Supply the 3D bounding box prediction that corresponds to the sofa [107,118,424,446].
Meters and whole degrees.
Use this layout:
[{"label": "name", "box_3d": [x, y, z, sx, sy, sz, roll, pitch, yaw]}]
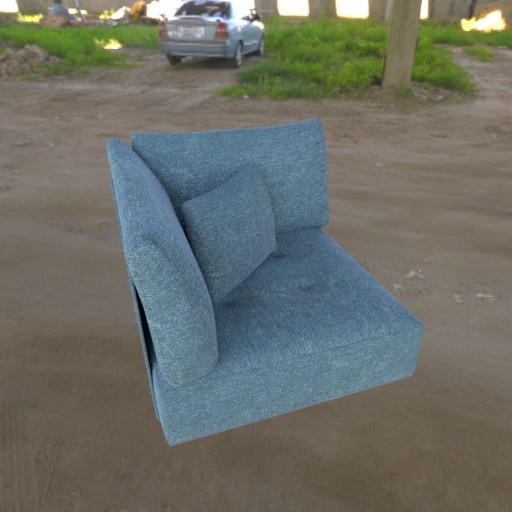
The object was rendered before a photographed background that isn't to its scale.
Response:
[{"label": "sofa", "box_3d": [0.000, 0.000, 1.779, 1.000, 0.820, 1.000, -10, 32, -17]}]
